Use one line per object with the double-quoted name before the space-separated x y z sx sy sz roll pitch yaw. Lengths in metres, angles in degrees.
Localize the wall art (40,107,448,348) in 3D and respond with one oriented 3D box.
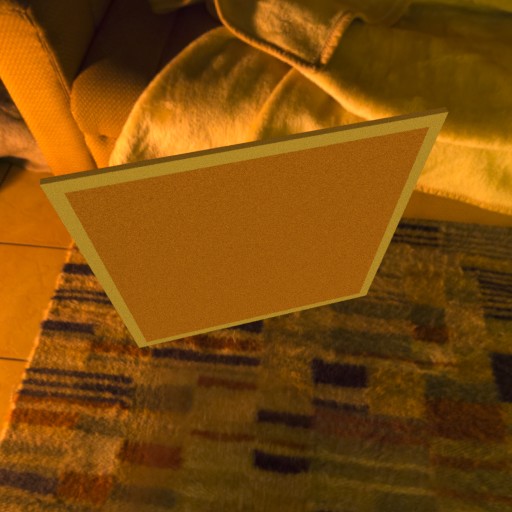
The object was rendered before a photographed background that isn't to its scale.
"wall art" 0.000 0.000 0.676 0.456 0.457 0.009 -12 58 -8
